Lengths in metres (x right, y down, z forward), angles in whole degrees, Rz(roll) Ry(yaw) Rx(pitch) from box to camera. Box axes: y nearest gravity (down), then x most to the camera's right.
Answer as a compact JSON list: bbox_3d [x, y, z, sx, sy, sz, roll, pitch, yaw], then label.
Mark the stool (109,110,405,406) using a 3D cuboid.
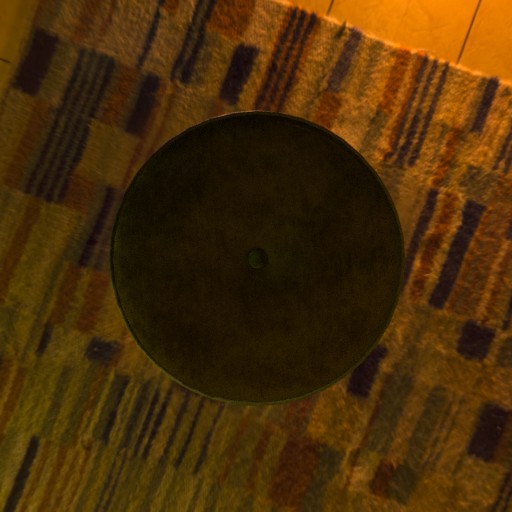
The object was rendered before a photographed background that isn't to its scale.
[{"bbox_3d":[0.000,0.000,0.915,0.430,0.595,0.457,0,90,-1],"label":"stool"}]
